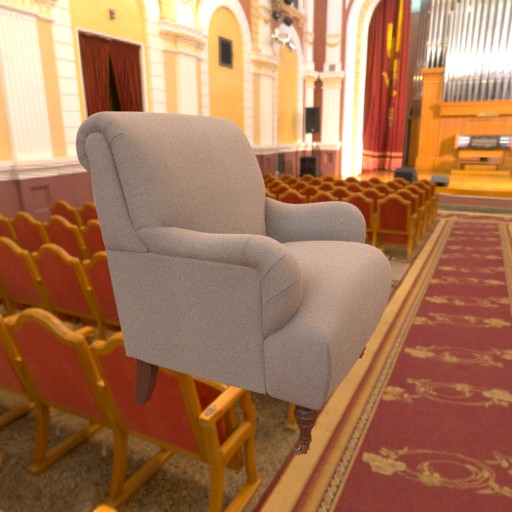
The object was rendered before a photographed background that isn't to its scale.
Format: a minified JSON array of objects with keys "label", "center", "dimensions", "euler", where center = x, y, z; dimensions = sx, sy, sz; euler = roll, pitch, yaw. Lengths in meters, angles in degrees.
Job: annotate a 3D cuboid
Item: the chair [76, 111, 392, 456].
[{"label":"chair","center":[0.000,0.000,1.518],"dimensions":[0.842,0.942,0.766],"euler":[8,17,26]}]
